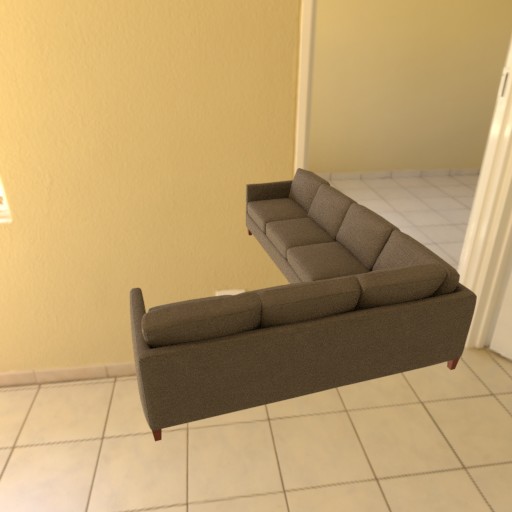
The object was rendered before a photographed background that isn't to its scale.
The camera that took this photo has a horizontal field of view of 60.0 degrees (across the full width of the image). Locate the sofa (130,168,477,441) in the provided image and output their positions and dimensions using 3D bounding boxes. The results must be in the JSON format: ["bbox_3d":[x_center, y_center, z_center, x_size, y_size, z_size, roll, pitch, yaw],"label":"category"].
[{"bbox_3d":[0.000,0.000,4.545,2.593,0.947,3.302,-8,28,-15],"label":"sofa"}]
